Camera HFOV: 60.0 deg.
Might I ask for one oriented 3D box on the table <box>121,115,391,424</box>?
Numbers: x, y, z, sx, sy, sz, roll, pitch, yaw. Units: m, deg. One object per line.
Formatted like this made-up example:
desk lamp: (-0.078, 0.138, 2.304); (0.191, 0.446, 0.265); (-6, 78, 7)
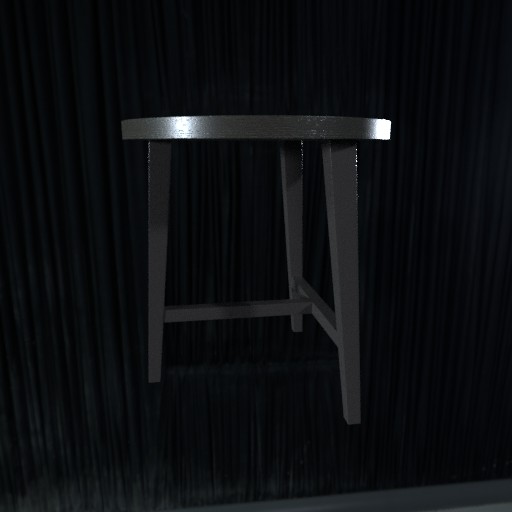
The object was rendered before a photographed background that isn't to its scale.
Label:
table: (0.000, 0.000, 0.923); (0.500, 0.531, 0.500); (0, 14, 0)
